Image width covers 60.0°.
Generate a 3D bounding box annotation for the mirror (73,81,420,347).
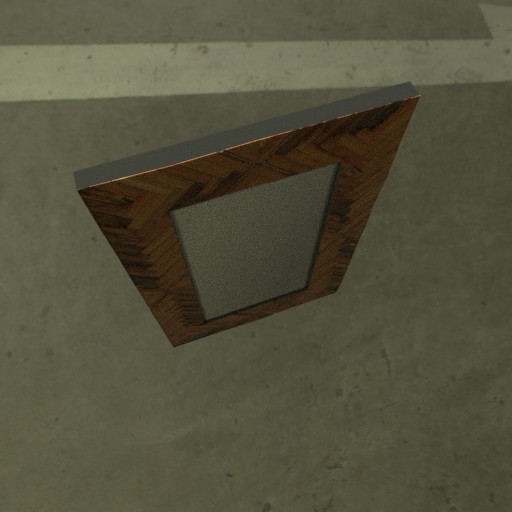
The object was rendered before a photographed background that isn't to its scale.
[{"bbox_3d":[0.000,0.000,1.152,0.606,0.912,0.044,-18,64,-9],"label":"mirror"}]
